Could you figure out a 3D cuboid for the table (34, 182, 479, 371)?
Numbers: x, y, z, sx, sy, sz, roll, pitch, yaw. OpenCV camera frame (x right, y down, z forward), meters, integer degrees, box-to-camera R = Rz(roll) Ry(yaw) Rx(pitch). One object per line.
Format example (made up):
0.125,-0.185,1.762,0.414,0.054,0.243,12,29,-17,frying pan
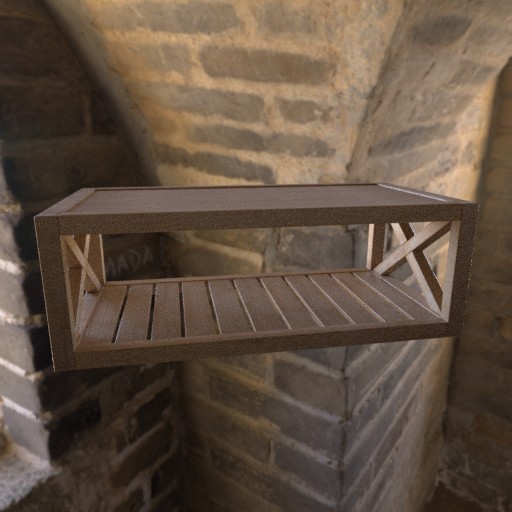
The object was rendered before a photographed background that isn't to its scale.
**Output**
0.000,0.000,1.651,1.321,0.457,0.660,-3,15,-10,table
